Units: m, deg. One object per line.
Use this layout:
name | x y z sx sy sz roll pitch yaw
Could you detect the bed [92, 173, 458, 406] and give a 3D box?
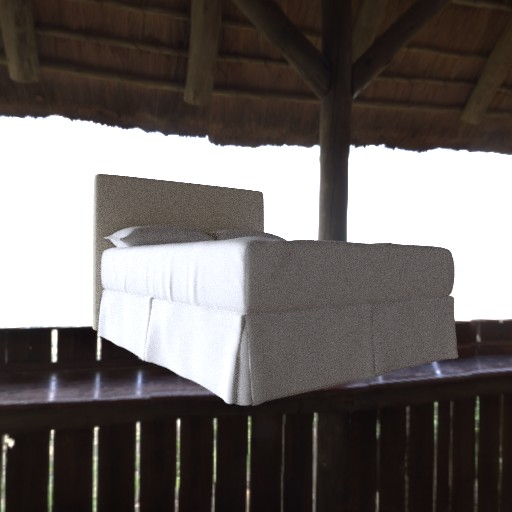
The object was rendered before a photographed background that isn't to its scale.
bed | 0.000 0.000 3.157 1.714 1.330 2.147 0 0 -36
